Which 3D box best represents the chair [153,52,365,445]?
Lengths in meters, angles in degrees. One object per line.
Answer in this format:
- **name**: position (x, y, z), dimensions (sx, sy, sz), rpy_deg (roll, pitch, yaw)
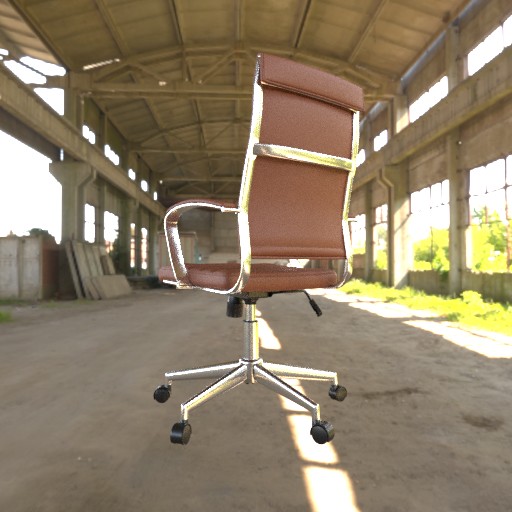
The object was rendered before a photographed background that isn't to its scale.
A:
- **chair**: position (0.000, 0.000, 1.627), dimensions (0.766, 1.149, 0.739), rpy_deg (1, -1, -37)
